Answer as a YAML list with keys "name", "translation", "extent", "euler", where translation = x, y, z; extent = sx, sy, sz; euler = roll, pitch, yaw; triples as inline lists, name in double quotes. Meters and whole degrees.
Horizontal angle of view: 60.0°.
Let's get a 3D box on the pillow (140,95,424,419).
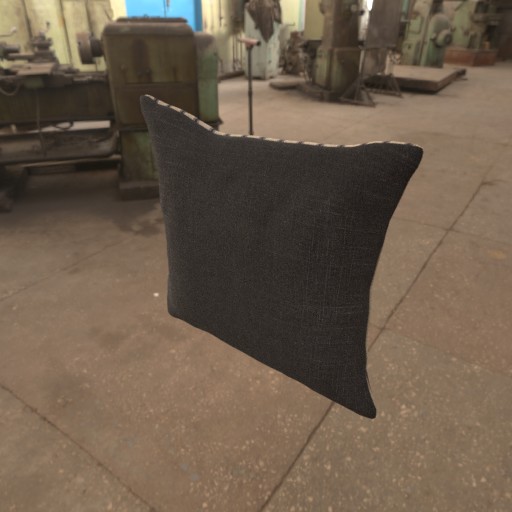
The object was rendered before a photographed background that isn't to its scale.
- name: "pillow"
  translation: [0.000, 0.000, 0.709]
  extent: [0.468, 0.444, 0.138]
  euler: [21, 36, 31]
